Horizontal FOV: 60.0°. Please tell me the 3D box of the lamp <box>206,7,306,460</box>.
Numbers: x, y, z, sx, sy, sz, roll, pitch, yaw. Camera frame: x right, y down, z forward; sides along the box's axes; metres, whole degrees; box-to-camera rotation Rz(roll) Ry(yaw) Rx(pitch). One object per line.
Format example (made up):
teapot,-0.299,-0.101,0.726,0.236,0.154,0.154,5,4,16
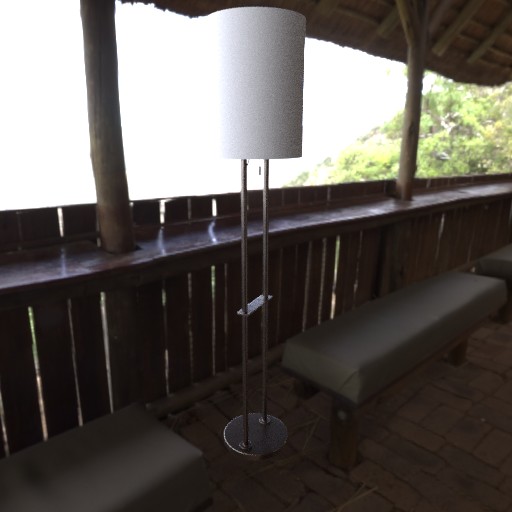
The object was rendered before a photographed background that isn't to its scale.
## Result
lamp,0.000,0.000,1.559,0.305,1.500,0.306,8,17,26
